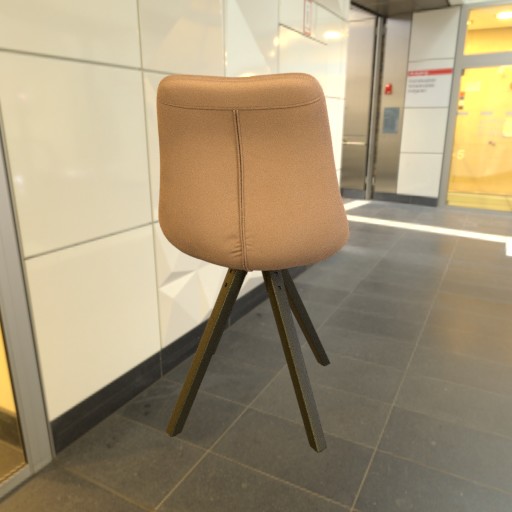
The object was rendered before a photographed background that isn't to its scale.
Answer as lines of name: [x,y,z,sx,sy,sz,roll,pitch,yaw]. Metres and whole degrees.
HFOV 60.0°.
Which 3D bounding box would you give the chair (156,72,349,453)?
chair: [0.000,0.000,1.195,0.483,0.865,0.547,3,17,8]
